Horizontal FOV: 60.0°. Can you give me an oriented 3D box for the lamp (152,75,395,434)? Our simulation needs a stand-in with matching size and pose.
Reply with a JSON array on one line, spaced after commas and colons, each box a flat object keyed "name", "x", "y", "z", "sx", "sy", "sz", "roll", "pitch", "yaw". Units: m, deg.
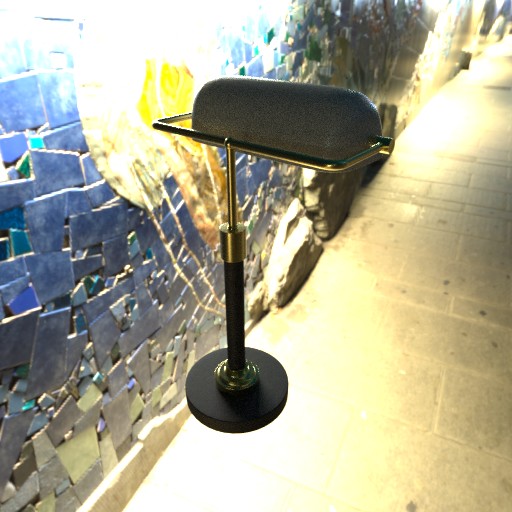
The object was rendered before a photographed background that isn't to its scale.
[{"name": "lamp", "x": 0.000, "y": 0.000, "z": 0.556, "sx": 0.269, "sy": 0.404, "sz": 0.227, "roll": 22, "pitch": 36, "yaw": 34}]
